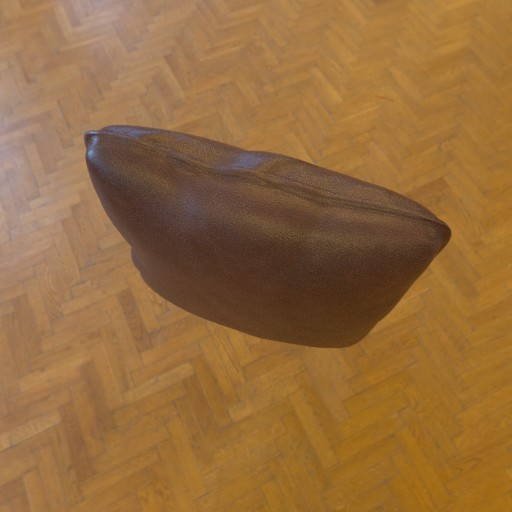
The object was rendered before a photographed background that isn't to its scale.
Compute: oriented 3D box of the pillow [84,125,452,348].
[{"bbox_3d":[0.000,0.000,0.813,0.532,0.523,0.236,16,65,8],"label":"pillow"}]
